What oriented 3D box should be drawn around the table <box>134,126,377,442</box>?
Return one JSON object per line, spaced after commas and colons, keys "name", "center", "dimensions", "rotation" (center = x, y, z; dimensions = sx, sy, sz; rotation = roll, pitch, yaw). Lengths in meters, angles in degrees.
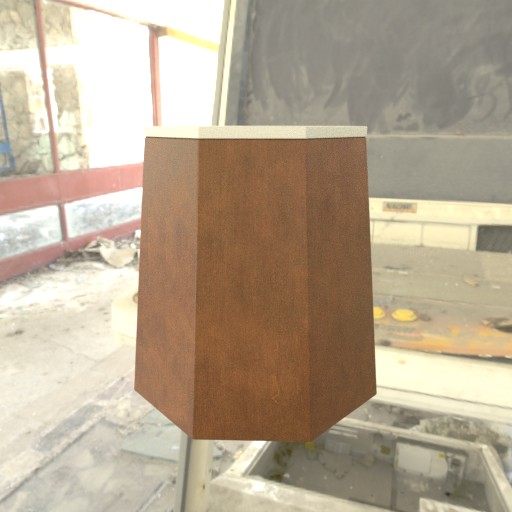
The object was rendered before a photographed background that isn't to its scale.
{"name": "table", "center": [0.000, 0.000, 0.812], "dimensions": [0.439, 0.457, 0.439], "rotation": [16, 23, 43]}
